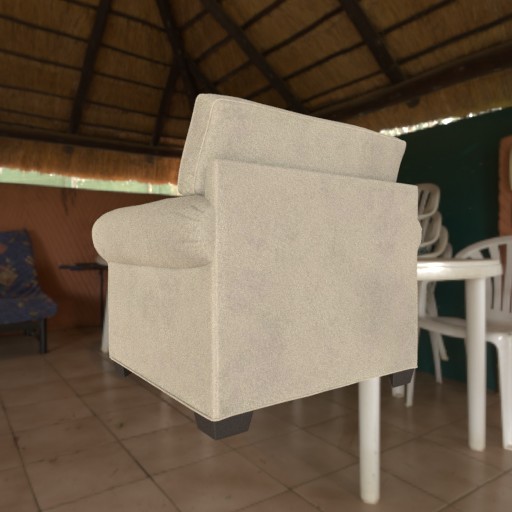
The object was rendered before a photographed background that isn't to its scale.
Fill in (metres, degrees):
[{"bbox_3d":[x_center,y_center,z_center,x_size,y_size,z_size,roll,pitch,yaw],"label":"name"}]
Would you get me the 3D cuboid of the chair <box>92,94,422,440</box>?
[{"bbox_3d":[0.000,0.000,1.901,1.147,1.044,0.939,-1,1,-36],"label":"chair"}]
